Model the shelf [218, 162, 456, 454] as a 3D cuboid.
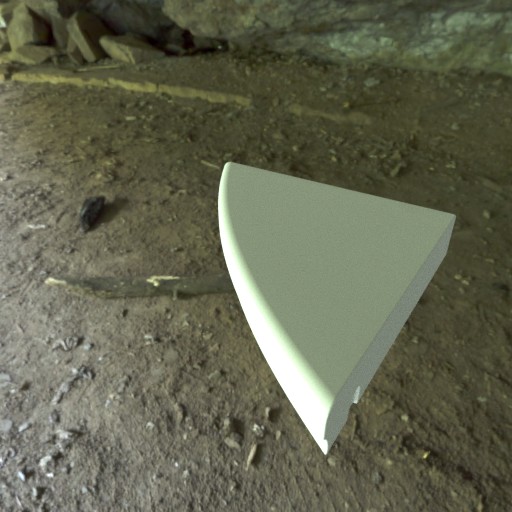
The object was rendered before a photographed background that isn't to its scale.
[{"bbox_3d":[0.000,0.000,0.449,0.310,0.050,0.310,19,36,28],"label":"shelf"}]
